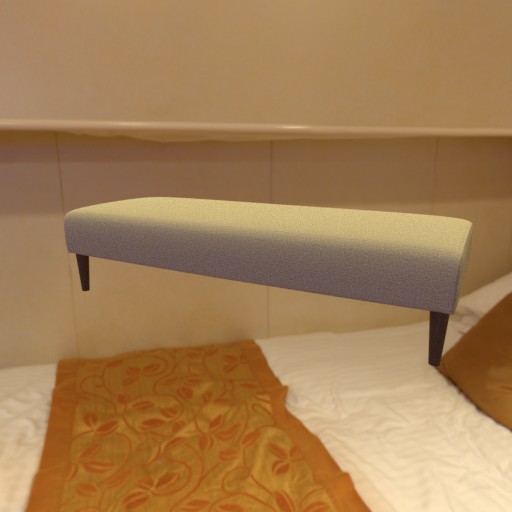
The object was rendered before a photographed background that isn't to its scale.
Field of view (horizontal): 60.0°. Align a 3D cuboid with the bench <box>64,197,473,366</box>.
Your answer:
[{"bbox_3d":[0.000,0.000,1.875,1.609,0.393,0.646,7,16,27],"label":"bench"}]
